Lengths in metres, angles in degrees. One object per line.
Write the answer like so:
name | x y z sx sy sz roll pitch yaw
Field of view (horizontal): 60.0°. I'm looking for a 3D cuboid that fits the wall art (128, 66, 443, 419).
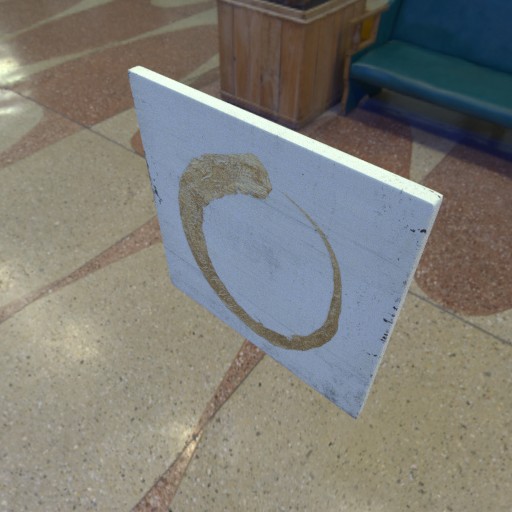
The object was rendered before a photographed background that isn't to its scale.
wall art | 0.000 0.000 1.137 0.762 0.762 0.038 32 53 27
